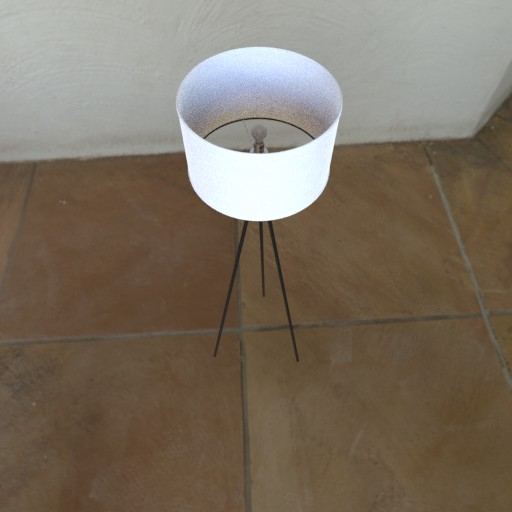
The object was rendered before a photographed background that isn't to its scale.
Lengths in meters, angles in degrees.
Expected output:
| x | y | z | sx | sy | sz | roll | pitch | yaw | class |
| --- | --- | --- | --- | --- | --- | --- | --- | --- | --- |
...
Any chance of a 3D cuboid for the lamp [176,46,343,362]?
| x | y | z | sx | sy | sz | roll | pitch | yaw | class |
| --- | --- | --- | --- | --- | --- | --- | --- | --- | --- |
| 0.000 | 0.000 | 1.752 | 0.448 | 1.545 | 0.458 | 0 | 57 | 0 | lamp |
